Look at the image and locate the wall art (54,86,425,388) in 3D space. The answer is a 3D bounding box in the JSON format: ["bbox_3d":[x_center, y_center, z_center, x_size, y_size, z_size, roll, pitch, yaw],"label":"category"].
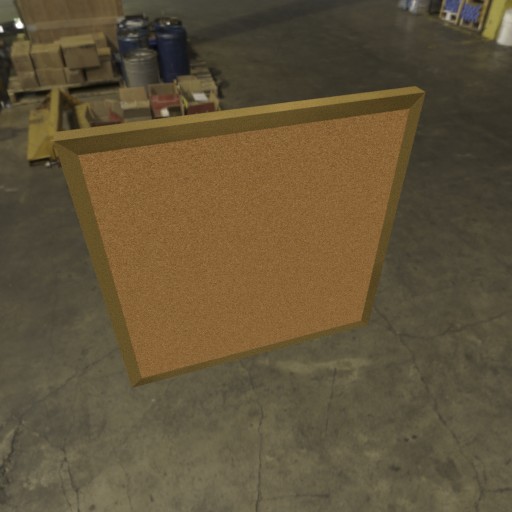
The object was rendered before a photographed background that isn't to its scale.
[{"bbox_3d":[0.000,0.000,1.132,0.762,0.762,0.038,-12,42,-14],"label":"wall art"}]
